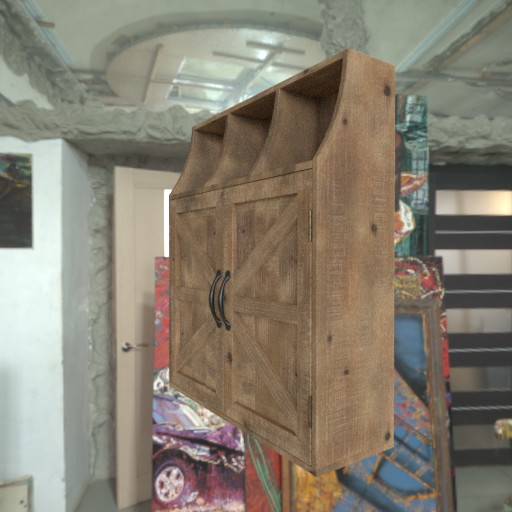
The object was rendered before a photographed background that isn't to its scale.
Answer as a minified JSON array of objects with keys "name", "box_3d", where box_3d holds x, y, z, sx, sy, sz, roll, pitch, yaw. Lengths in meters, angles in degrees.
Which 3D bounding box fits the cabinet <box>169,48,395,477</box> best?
[{"name":"cabinet","box_3d":[0.000,0.000,0.834,0.184,0.590,0.489,-1,1,-35]}]
